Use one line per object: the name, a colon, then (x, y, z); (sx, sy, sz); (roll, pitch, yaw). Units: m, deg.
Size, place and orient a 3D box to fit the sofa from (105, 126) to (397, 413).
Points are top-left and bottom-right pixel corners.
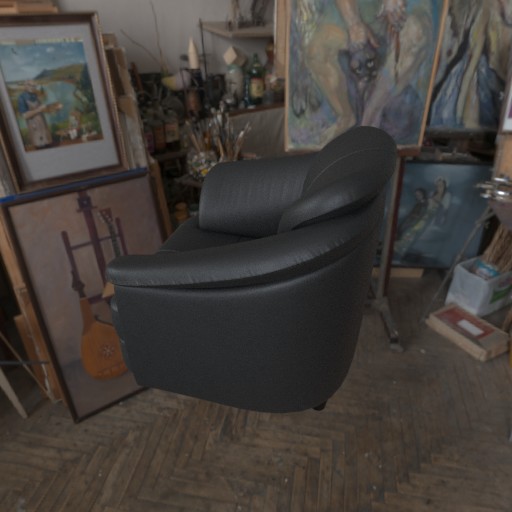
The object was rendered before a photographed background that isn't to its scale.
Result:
sofa: (0.000, 0.000, 1.498); (0.794, 0.811, 0.870); (9, 33, 14)
